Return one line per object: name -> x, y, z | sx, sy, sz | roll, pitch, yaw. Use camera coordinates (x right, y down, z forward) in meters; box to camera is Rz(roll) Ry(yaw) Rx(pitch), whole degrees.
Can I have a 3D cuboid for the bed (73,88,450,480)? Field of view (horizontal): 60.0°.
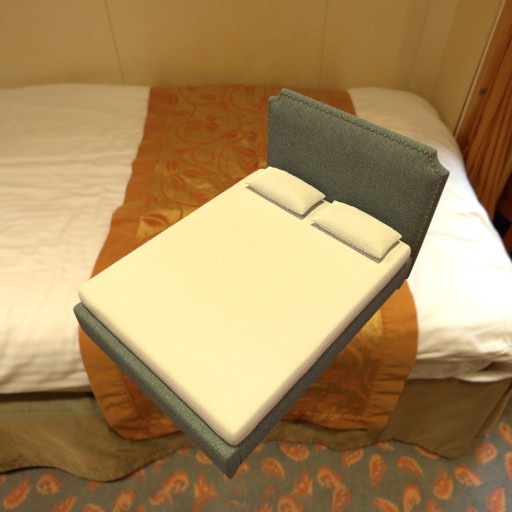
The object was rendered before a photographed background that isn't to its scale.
bed -> 0.000, 0.000, 3.429 | 1.712, 1.443, 2.372 | 33, 55, 28
